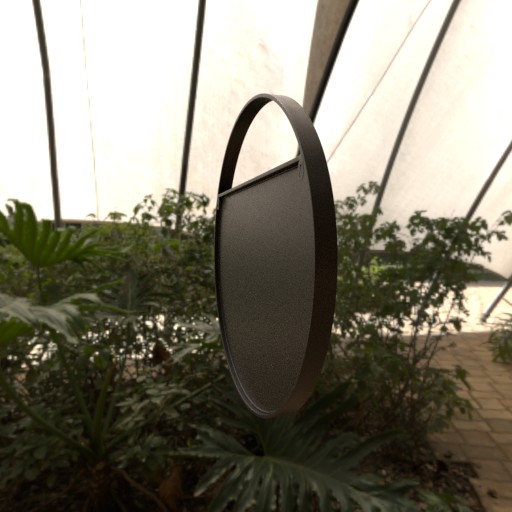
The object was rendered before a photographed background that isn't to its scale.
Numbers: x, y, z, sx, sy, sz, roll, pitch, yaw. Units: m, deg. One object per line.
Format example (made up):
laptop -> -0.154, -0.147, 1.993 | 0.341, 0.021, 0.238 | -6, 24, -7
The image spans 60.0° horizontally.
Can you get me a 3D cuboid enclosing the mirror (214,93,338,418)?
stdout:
mirror -> 0.000, 0.000, 0.820 | 0.032, 0.565, 0.565 | 0, 1, -18
